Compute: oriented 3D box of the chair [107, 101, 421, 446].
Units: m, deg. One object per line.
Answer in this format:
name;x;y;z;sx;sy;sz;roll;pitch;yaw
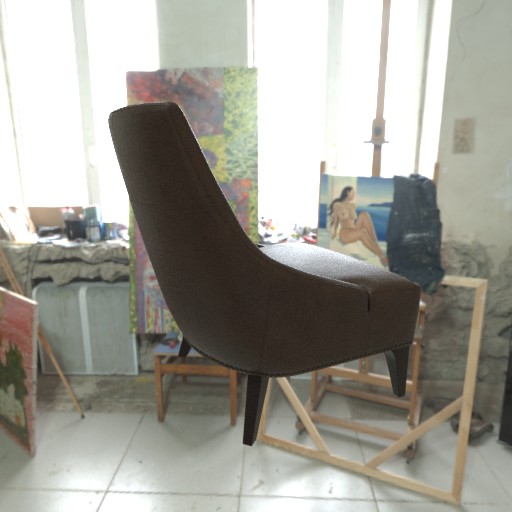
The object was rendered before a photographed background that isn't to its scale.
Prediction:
chair;0.000;0.000;1.471;0.861;0.909;0.701;-7;16;-26
